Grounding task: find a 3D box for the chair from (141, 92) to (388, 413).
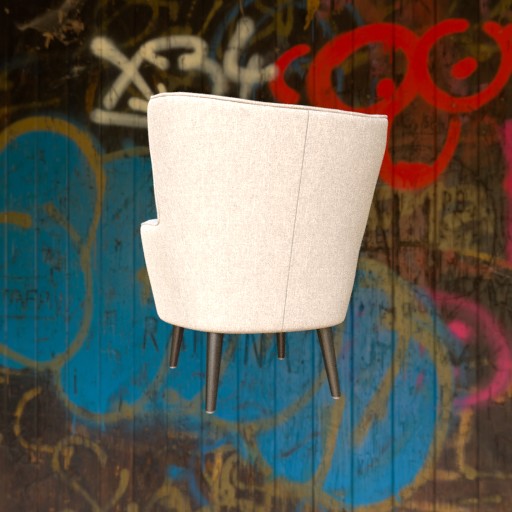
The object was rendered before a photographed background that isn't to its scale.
[{"bbox_3d":[0.000,0.000,1.585,0.781,0.933,0.888,0,0,-18],"label":"chair"}]
